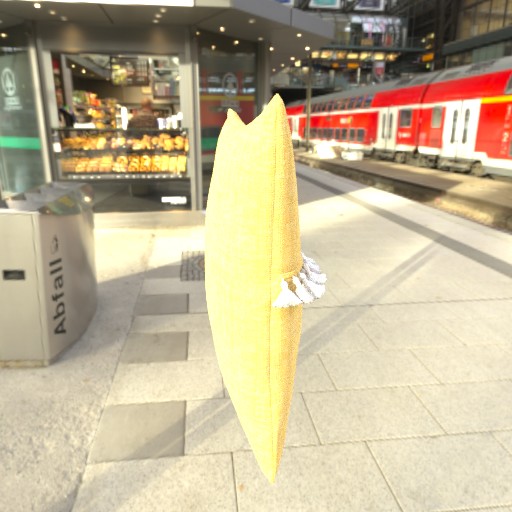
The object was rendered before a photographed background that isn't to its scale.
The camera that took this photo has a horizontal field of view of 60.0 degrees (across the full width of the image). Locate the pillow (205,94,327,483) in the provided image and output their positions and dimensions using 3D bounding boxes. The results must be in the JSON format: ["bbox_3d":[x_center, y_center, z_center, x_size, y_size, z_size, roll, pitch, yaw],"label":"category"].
[{"bbox_3d":[0.000,0.000,0.741,0.167,0.481,0.485,-3,17,-9],"label":"pillow"}]
